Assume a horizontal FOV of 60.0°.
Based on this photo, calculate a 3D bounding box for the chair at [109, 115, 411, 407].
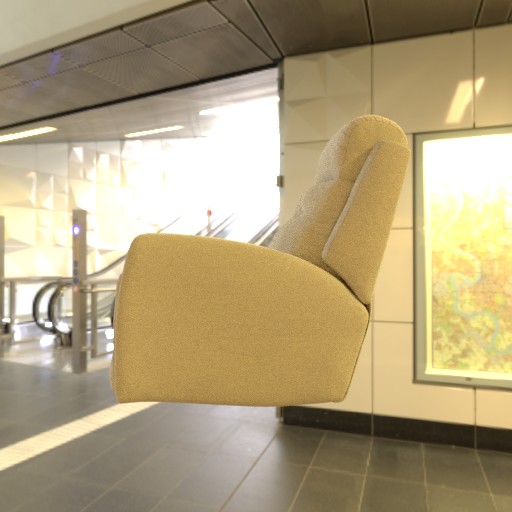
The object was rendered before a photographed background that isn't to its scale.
[{"bbox_3d":[0.000,0.000,1.804,1.043,1.013,0.798,0,0,-1],"label":"chair"}]
